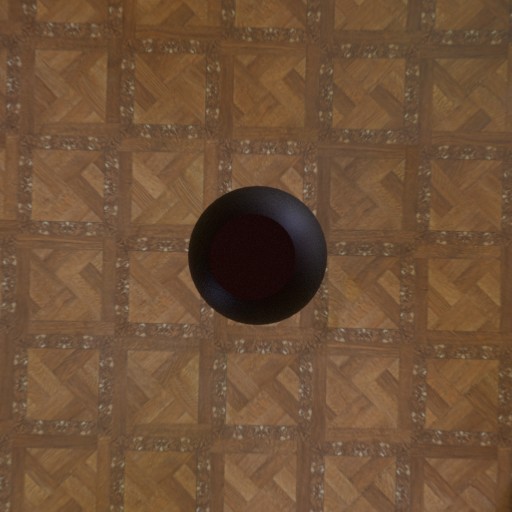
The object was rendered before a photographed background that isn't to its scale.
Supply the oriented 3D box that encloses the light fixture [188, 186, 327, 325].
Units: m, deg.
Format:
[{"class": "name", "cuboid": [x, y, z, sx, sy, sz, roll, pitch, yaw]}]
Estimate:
[{"class": "light fixture", "cuboid": [0.000, 0.000, 1.147, 0.492, 0.869, 0.492, 0, 90, 1]}]
